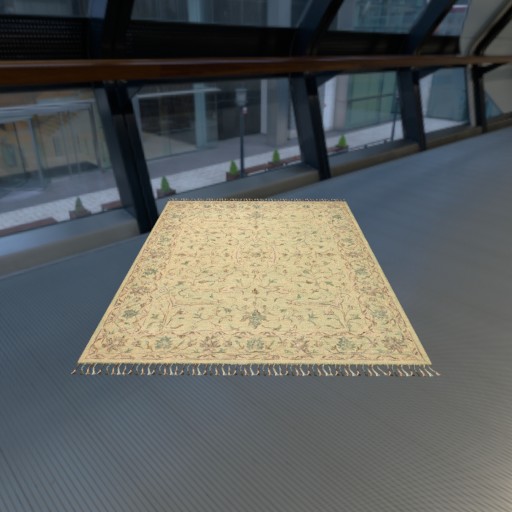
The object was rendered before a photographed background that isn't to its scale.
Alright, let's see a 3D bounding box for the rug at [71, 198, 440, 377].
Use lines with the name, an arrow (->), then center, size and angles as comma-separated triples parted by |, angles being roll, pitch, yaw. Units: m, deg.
rug -> 0.000, 0.000, 2.277 | 1.247, 0.008, 1.802 | 0, 26, 0
